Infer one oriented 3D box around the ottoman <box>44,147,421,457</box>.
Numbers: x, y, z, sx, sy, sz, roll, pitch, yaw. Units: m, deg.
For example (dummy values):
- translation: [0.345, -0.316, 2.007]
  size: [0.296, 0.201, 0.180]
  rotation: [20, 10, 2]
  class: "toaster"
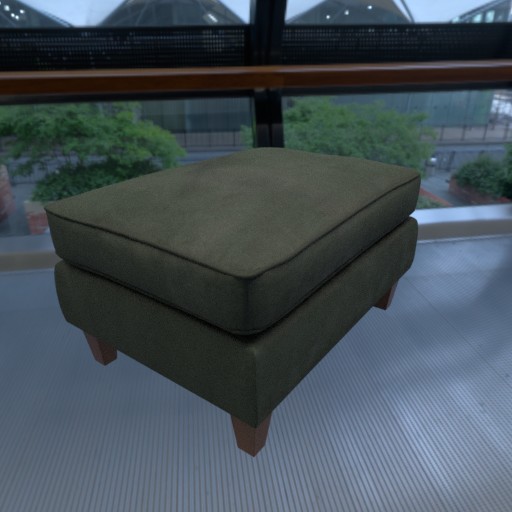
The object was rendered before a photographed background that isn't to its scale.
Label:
- translation: [0.000, 0.000, 1.235]
  size: [0.632, 0.495, 0.864]
  rotation: [17, 30, 33]
  class: "ottoman"
